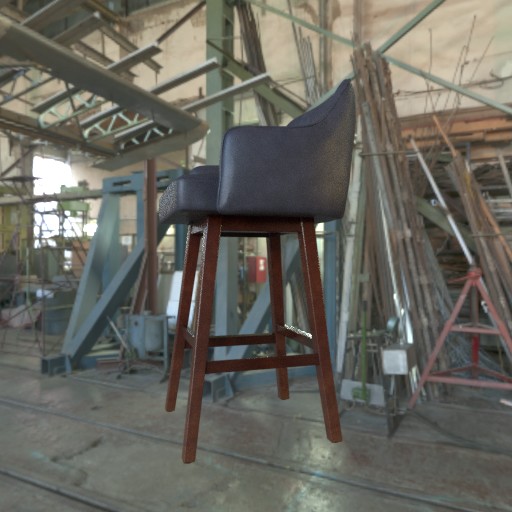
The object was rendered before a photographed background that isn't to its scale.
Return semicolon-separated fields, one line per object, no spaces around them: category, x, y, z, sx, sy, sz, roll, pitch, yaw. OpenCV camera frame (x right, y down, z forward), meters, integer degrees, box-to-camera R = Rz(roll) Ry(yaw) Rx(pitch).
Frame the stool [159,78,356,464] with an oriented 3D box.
stool;0.000;0.000;1.382;0.560;1.041;0.550;0;0;-18
